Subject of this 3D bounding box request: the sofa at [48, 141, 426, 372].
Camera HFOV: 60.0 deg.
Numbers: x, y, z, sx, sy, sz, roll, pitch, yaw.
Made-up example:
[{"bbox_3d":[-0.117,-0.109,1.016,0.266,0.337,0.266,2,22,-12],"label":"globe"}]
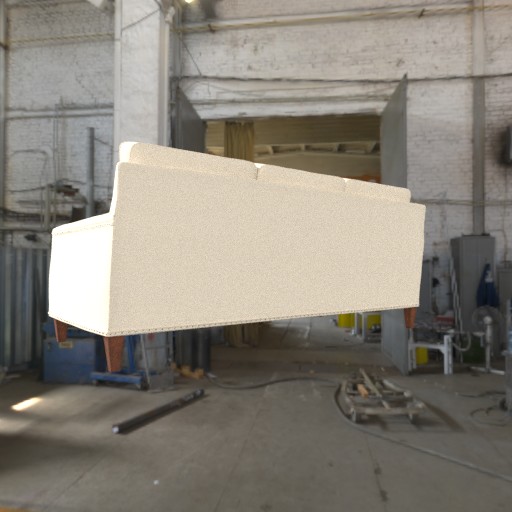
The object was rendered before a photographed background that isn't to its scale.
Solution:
[{"bbox_3d":[0.000,0.000,2.829,2.246,1.003,1.084,1,-1,-37],"label":"sofa"}]
